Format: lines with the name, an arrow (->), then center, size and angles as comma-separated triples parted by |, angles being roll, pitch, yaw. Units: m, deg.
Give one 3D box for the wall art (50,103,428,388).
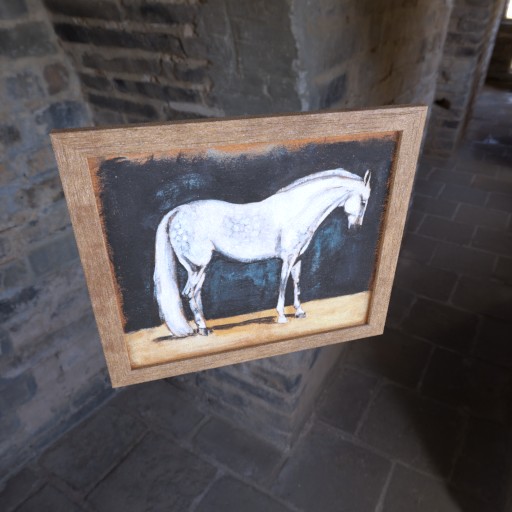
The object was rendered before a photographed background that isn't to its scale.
wall art -> 0.000, 0.000, 0.950 | 0.690, 0.588, 0.026 | -8, 33, -13
